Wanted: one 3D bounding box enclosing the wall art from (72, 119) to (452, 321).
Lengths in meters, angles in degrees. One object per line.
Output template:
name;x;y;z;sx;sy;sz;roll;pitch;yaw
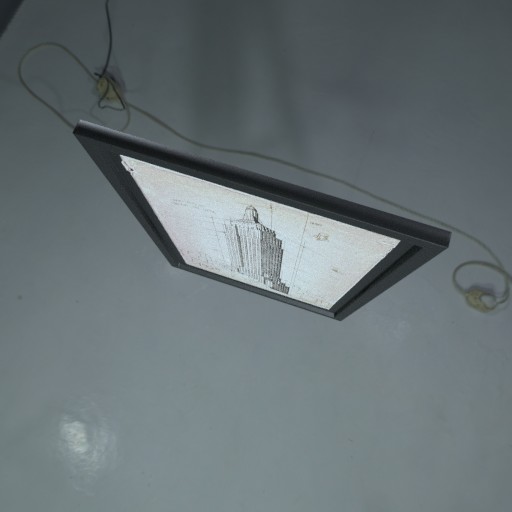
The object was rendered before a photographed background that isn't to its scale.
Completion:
wall art;0.000;0.000;0.549;0.303;0.431;0.013;18;75;5
